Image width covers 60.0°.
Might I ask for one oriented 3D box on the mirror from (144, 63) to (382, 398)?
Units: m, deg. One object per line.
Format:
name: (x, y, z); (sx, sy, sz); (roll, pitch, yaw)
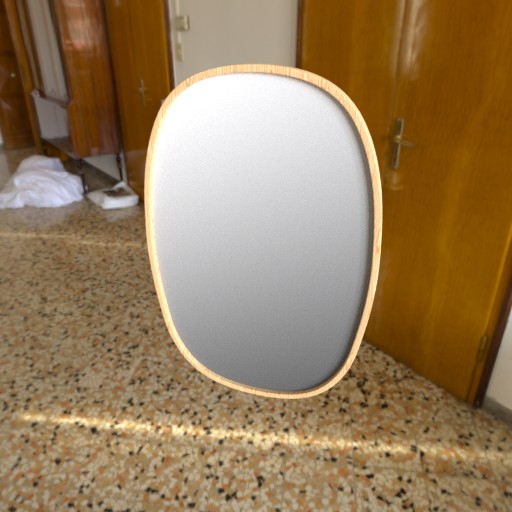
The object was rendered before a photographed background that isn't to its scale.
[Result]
mirror: (0.000, 0.000, 1.350); (0.724, 1.075, 0.037); (8, 27, 15)
